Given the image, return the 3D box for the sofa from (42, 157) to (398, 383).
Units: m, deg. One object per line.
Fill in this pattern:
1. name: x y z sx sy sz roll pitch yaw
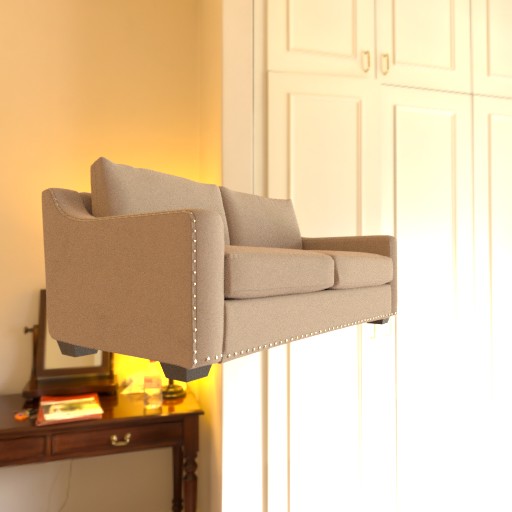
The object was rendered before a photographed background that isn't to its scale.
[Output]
1. sofa: 0.000 0.000 2.532 1.030 0.901 1.967 -1 -1 37
